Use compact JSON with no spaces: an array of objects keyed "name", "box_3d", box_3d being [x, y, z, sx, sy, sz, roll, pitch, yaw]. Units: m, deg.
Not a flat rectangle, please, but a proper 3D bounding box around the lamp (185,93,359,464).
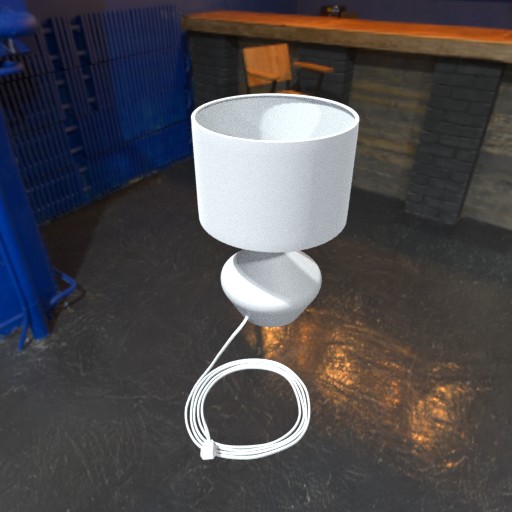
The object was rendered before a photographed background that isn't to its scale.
[{"name":"lamp","box_3d":[0.000,0.000,0.832,0.401,0.457,0.546,23,40,30]}]
